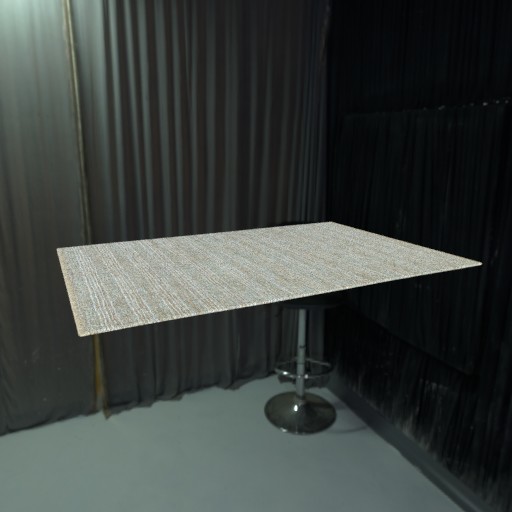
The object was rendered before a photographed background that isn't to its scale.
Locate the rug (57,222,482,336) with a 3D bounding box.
[{"bbox_3d":[0.000,0.000,2.284,1.824,0.010,1.240,-7,16,-25],"label":"rug"}]
